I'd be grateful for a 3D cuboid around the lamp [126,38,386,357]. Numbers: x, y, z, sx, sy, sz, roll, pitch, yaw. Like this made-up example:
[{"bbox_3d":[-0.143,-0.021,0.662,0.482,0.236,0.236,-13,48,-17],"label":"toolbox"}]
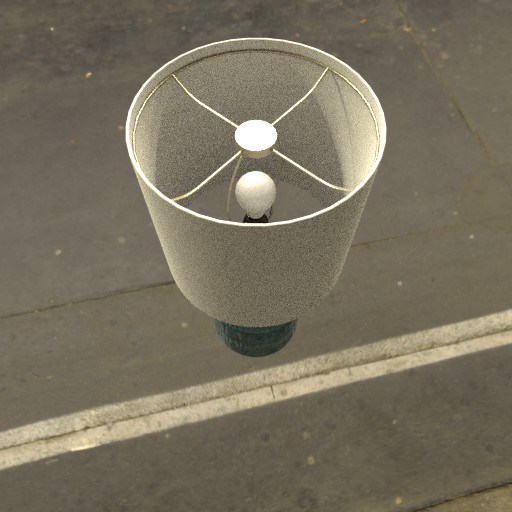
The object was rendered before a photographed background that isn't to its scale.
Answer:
[{"bbox_3d":[0.000,0.000,0.559,0.211,0.455,0.211,-31,65,-16],"label":"lamp"}]
